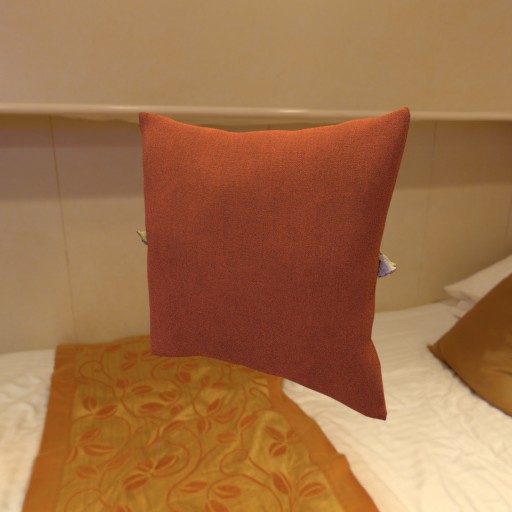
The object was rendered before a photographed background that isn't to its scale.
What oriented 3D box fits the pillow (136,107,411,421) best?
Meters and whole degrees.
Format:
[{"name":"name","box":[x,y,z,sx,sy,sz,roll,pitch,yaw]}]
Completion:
[{"name":"pillow","box":[0.000,0.000,0.770,0.490,0.482,0.165,8,18,27]}]
